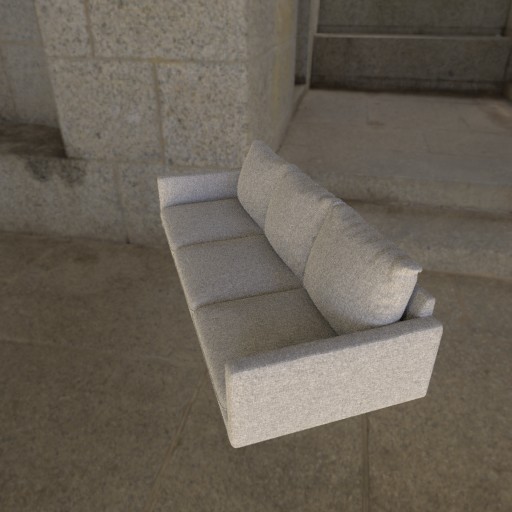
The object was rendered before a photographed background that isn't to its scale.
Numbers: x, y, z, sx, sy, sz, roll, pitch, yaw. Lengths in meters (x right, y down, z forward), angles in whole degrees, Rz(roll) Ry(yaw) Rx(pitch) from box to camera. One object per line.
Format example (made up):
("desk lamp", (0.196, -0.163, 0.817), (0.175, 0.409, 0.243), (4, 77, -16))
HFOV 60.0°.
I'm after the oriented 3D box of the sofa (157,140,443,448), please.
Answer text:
("sofa", (0.000, 0.000, 2.442), (0.850, 0.830, 2.000), (-9, 31, -15))
